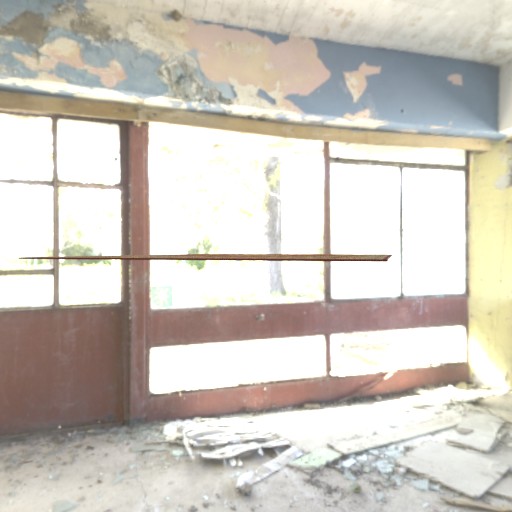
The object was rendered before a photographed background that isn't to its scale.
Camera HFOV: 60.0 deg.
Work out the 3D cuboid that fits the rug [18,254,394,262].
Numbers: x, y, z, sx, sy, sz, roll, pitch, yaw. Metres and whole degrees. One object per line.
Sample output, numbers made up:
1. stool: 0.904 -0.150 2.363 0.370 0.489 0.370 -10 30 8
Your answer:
1. rug: 0.000 0.000 4.070 2.387 0.013 3.053 0 1 18
